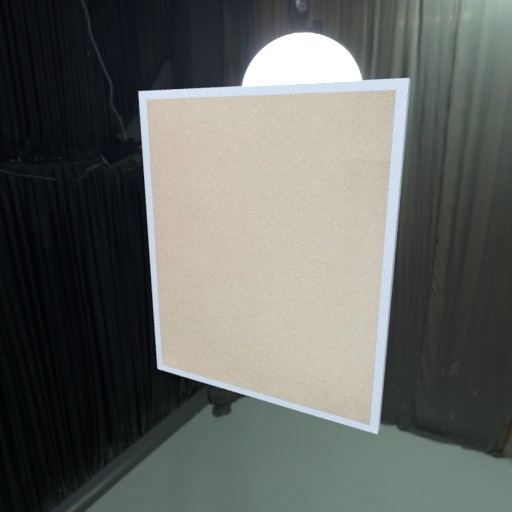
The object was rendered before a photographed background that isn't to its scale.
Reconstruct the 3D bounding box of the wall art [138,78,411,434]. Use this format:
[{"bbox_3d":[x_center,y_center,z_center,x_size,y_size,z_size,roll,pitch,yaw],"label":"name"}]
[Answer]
[{"bbox_3d":[0.000,0.000,0.635,0.382,0.456,0.013,8,18,26],"label":"wall art"}]
